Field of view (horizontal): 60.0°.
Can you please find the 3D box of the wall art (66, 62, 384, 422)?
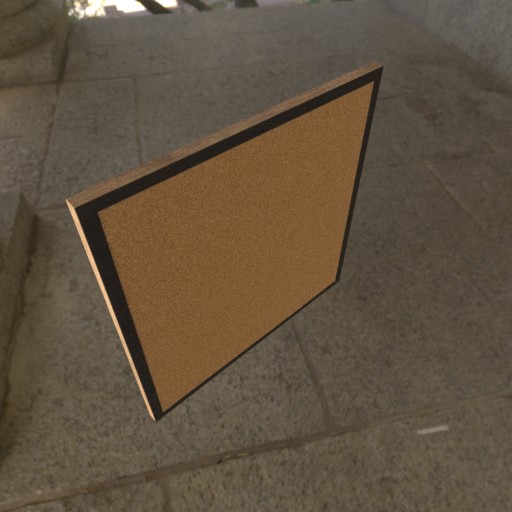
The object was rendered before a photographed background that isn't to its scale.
[{"bbox_3d":[0.000,0.000,1.024,0.695,0.691,0.029,-33,54,-28],"label":"wall art"}]
